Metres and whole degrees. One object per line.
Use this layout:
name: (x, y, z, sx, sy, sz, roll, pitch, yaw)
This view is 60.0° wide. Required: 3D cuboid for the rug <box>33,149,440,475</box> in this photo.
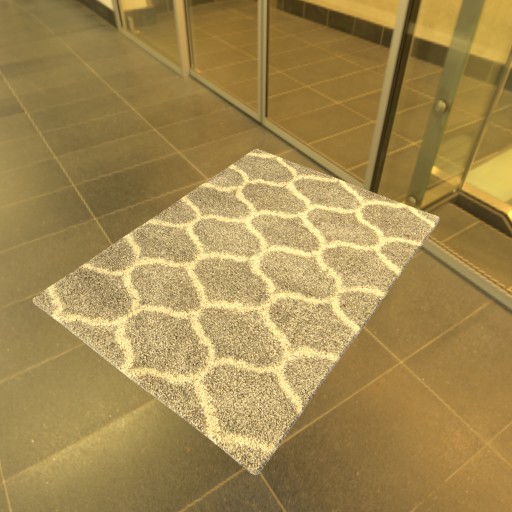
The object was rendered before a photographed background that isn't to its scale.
rug: (0.000, 0.000, 2.094, 1.200, 0.025, 1.600, 27, 49, 26)
